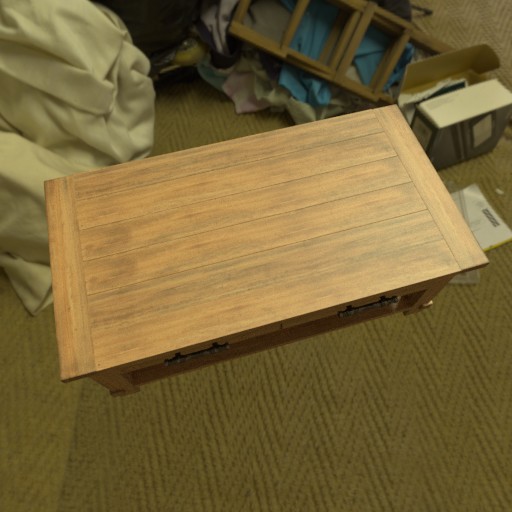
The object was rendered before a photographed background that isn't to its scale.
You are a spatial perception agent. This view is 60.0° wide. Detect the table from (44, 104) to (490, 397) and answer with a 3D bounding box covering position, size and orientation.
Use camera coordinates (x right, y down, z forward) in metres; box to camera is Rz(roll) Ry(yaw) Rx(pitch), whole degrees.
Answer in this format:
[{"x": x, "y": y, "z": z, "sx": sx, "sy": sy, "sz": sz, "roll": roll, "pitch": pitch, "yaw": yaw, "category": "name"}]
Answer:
[{"x": 0.000, "y": 0.000, "z": 1.615, "sx": 1.270, "sy": 0.494, "sz": 0.693, "roll": -14, "pitch": 63, "yaw": -7, "category": "table"}]
